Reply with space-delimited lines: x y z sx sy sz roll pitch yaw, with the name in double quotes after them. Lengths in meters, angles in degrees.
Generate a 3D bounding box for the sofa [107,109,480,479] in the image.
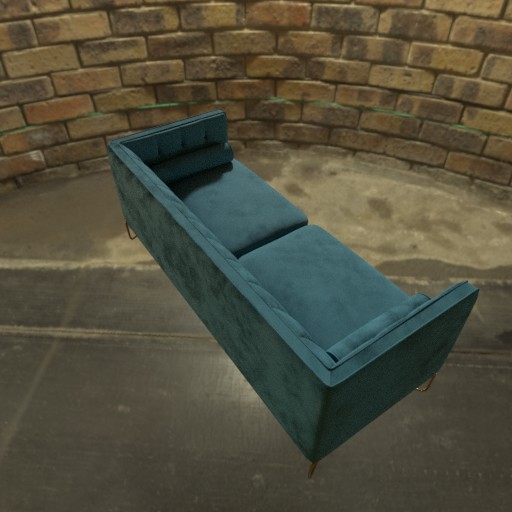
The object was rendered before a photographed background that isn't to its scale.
0.000 0.000 2.527 0.867 0.789 2.087 -25 49 -25 "sofa"
